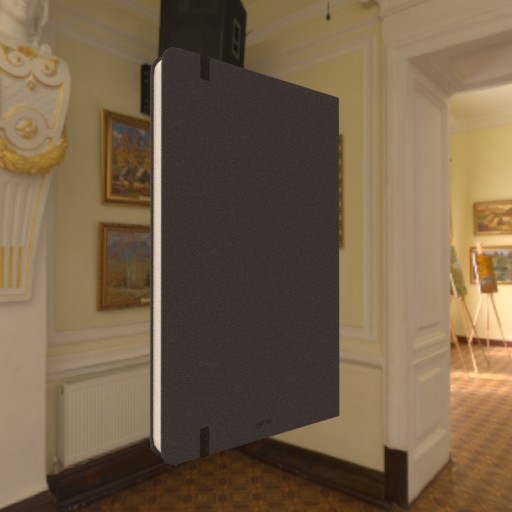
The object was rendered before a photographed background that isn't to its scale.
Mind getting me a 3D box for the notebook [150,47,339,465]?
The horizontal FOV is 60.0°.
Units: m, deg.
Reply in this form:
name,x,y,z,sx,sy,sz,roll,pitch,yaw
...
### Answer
name,x,y,z,sx,sy,sz,roll,pitch,yaw
notebook,0.000,0.000,0.264,0.127,0.213,0.016,0,-1,-36
